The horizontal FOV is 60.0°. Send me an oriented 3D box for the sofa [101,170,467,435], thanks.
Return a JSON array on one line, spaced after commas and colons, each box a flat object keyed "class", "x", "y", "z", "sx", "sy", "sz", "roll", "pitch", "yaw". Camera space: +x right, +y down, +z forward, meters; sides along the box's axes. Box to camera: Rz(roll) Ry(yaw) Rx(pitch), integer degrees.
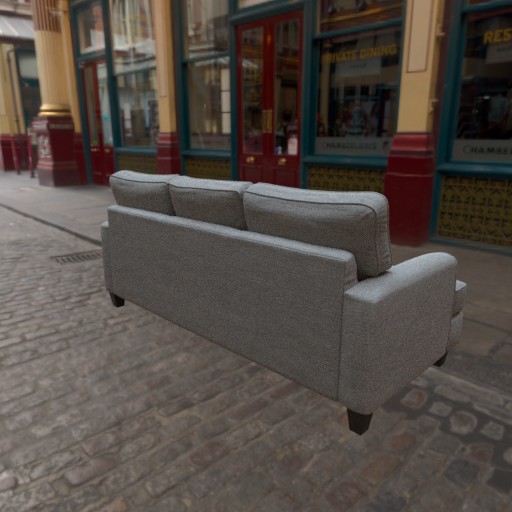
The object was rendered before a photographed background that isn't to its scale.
[{"class": "sofa", "x": 0.000, "y": 0.000, "z": 2.660, "sx": 2.158, "sy": 0.965, "sz": 0.951, "roll": 14, "pitch": 20, "yaw": 43}]
